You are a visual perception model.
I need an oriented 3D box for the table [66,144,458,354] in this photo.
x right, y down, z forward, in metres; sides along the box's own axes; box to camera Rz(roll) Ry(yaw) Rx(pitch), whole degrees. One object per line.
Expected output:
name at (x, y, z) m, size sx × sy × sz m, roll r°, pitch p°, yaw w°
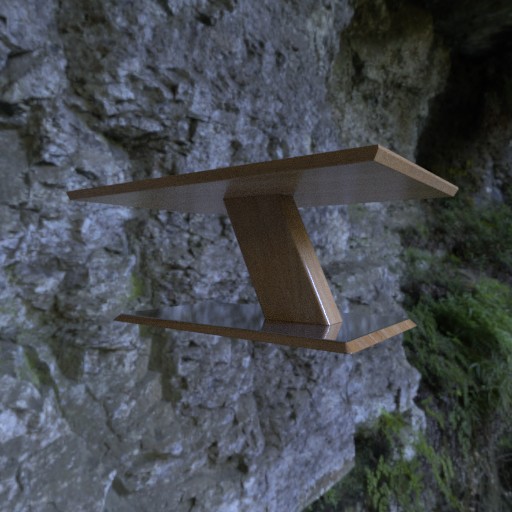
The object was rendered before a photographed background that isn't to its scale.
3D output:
table at (0.000, 0.000, 1.468) m, size 1.100 × 0.441 × 0.692 m, roll 0°, pitch 0°, yaw 36°
